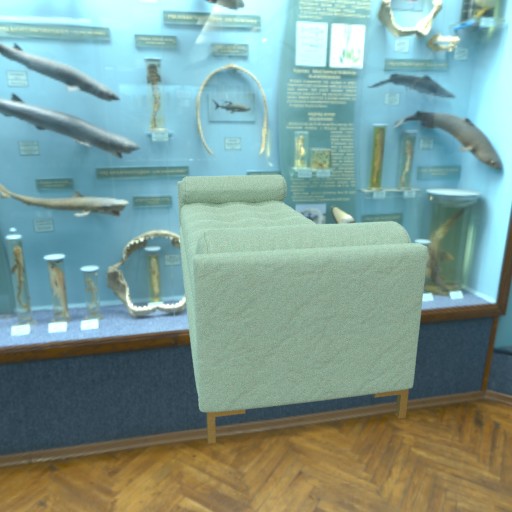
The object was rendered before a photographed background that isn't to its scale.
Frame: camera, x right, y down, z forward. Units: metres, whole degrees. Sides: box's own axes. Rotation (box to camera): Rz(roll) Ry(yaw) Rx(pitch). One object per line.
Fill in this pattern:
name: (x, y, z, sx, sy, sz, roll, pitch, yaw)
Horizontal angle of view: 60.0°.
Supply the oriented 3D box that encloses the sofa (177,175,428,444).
sofa: (0.000, 0.000, 2.442, 0.796, 0.705, 2.102, -3, 16, -11)
